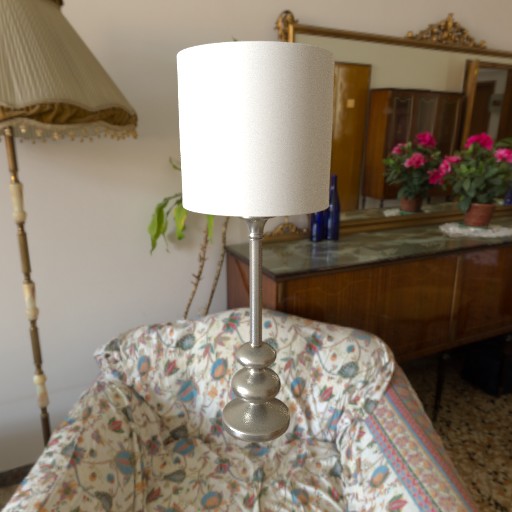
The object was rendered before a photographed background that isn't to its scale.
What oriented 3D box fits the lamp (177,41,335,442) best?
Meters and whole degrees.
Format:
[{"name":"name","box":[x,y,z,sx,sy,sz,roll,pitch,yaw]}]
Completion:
[{"name":"lamp","box":[0.000,0.000,0.805,0.254,0.690,0.254,8,17,27]}]
